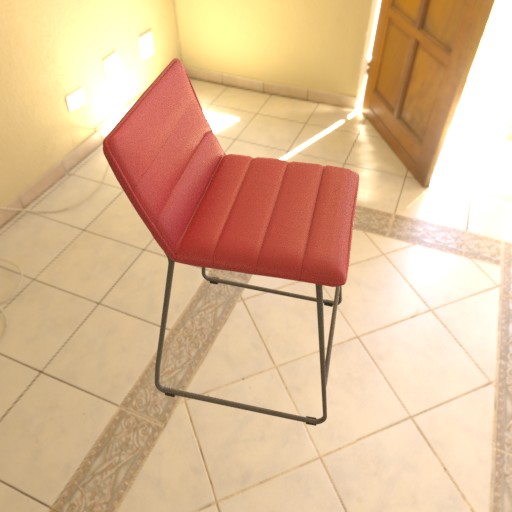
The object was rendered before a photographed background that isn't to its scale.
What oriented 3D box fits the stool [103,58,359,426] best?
[{"bbox_3d":[0.000,0.000,1.185,0.524,0.866,0.489,10,47,9],"label":"stool"}]
